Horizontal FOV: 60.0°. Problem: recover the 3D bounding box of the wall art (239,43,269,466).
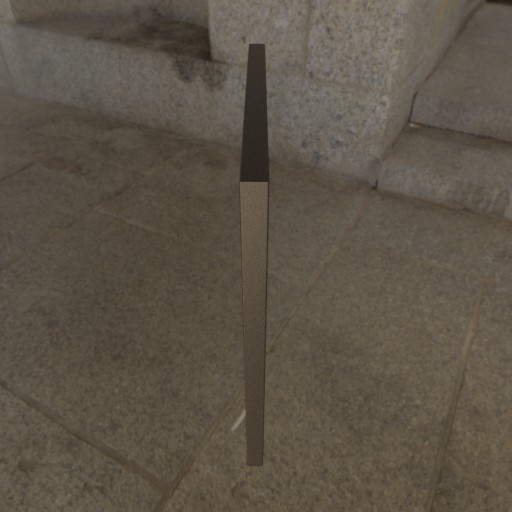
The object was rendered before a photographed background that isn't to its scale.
[{"bbox_3d":[0.000,0.000,0.747,0.028,0.551,0.451,0,40,0],"label":"wall art"}]
